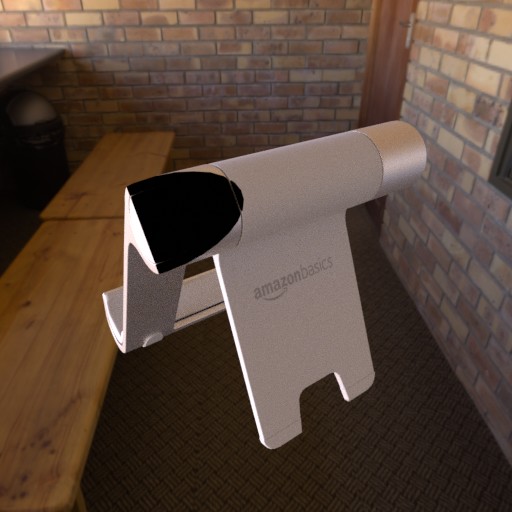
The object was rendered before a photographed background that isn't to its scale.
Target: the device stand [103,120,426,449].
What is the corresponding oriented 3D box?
[{"bbox_3d":[0.000,0.000,0.149,0.086,0.084,0.079,-20,37,-29],"label":"device stand"}]
